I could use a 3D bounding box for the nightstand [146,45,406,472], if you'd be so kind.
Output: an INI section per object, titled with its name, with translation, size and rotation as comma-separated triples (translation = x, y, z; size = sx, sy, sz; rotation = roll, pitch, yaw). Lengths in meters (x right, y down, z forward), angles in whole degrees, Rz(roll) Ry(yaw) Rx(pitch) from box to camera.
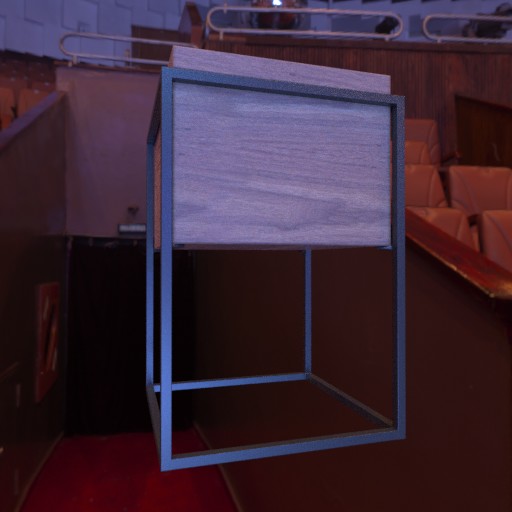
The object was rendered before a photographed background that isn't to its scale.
[nightstand]
translation = 0.000, 0.000, 0.866
size = 0.397, 0.607, 0.397
rotation = 0, -1, -17
